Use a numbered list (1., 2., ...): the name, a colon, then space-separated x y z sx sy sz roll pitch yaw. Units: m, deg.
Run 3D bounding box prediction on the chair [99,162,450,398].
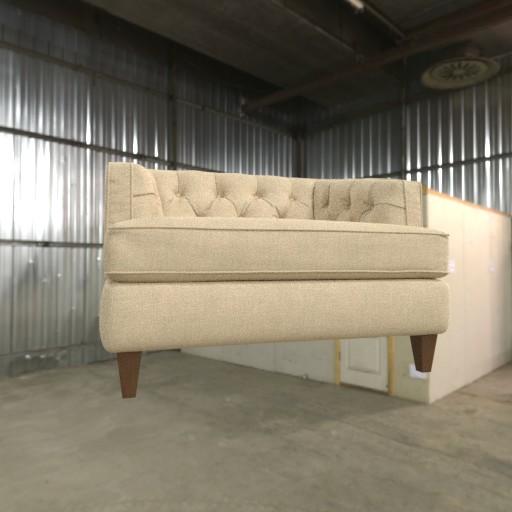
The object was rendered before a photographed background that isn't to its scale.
1. chair: 0.000 0.000 1.726 1.118 0.787 0.914 0 -1 -17
